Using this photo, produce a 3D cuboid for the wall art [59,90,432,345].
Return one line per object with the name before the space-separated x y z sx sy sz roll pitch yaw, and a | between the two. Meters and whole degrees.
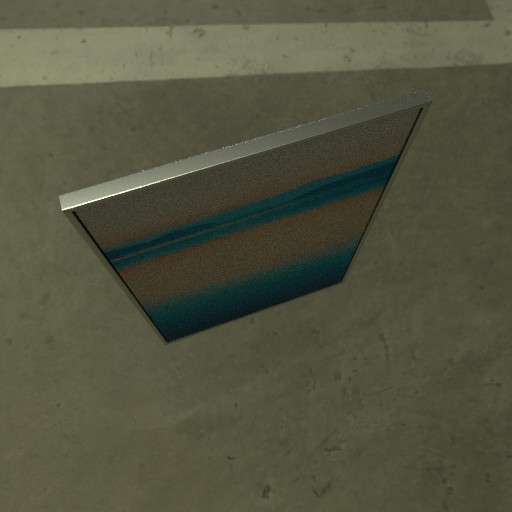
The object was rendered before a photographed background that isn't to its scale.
wall art | 0.000 0.000 1.388 0.801 1.062 0.037 -18 66 -8
